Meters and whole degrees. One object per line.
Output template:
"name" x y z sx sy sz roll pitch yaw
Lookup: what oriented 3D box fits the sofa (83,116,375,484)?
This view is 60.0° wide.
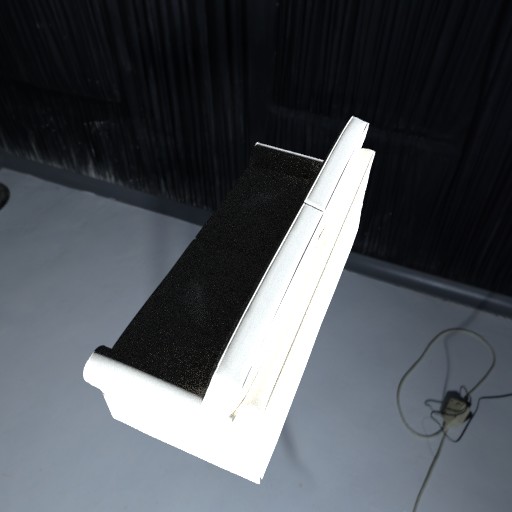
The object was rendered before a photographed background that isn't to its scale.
"sofa" 0.000 0.000 2.502 0.862 0.937 2.021 17 48 16
